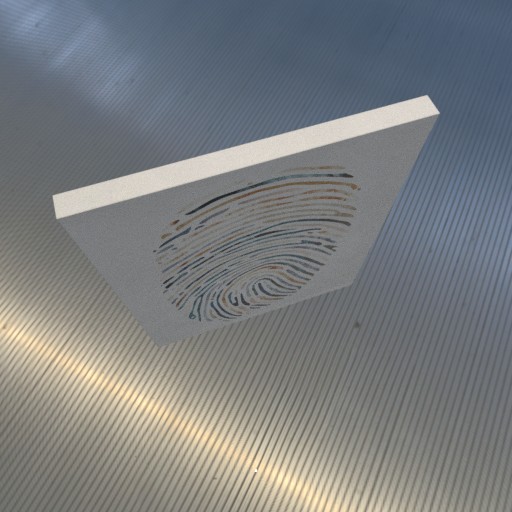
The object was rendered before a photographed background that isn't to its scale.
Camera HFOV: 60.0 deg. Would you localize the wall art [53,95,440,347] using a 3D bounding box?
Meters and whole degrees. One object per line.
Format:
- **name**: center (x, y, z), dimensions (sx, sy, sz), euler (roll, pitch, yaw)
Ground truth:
- **wall art**: center (0.000, 0.000, 0.836), dimensions (0.508, 0.606, 0.037), euler (-17, 65, -8)
